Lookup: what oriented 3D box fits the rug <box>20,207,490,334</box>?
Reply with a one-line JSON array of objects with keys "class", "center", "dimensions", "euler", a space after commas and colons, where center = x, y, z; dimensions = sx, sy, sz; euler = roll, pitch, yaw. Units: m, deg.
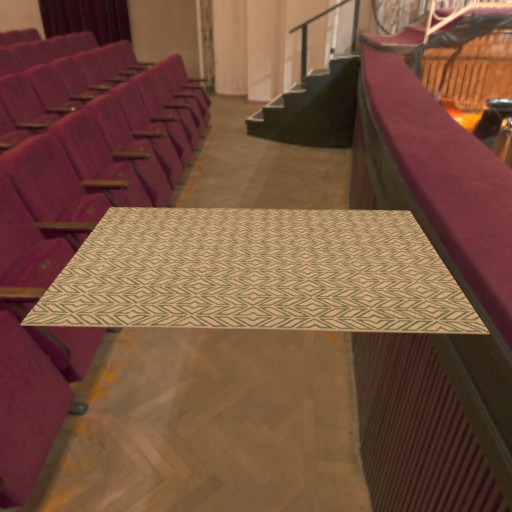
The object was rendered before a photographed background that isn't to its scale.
[{"class": "rug", "center": [0.000, 0.000, 2.948], "dimensions": [2.435, 0.011, 1.517], "euler": [1, 30, 1]}]
